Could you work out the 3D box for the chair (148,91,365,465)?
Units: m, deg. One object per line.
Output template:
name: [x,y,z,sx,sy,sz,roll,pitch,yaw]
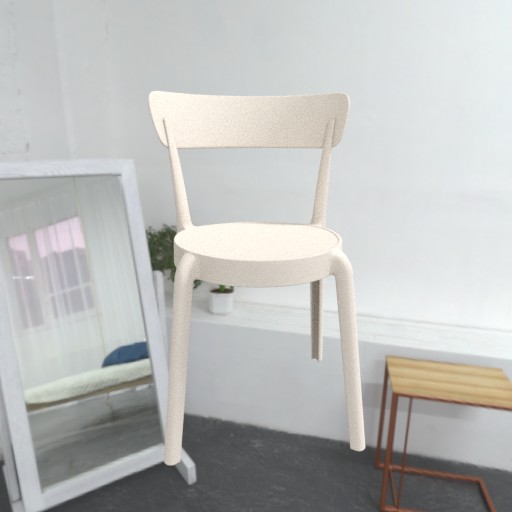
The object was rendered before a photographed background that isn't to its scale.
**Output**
chair: [0.000,0.000,1.100,0.506,0.790,0.491,-2,16,-6]
